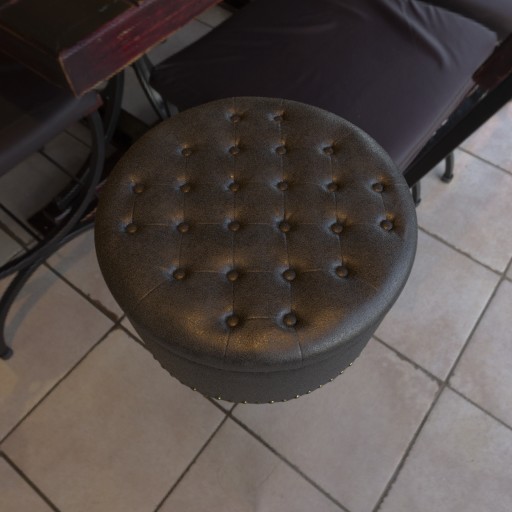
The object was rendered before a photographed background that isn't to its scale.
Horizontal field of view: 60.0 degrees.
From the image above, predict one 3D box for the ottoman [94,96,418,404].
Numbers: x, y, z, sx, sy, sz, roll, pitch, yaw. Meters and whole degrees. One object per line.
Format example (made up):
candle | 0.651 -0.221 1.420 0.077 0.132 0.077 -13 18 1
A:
ottoman | 0.000 0.000 1.043 0.637 0.442 0.637 0 60 0
